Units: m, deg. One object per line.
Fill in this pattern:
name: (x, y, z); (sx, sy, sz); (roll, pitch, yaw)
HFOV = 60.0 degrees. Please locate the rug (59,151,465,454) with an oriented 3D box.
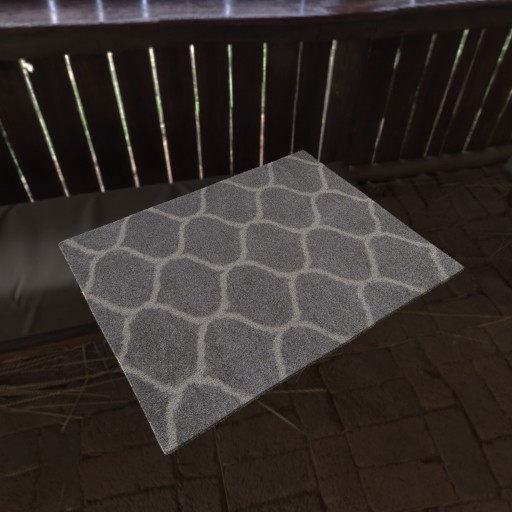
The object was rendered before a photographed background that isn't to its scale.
rug: (0.000, 0.000, 4.154); (3.000, 0.026, 2.399); (-25, 50, -23)
